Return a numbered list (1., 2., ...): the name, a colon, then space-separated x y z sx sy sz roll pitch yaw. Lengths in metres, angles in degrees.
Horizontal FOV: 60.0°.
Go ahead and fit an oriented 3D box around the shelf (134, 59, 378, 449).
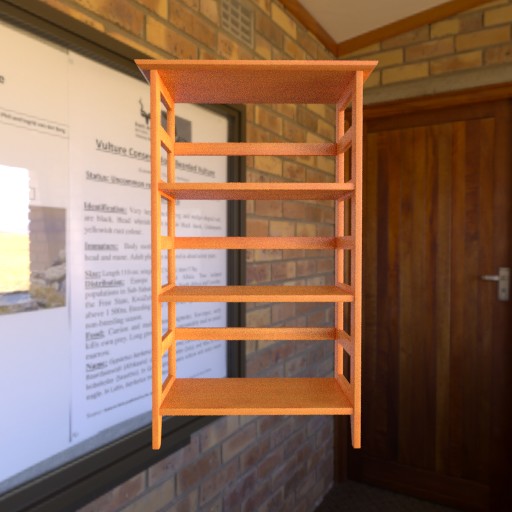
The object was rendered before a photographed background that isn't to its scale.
1. shelf: 0.000 0.000 1.364 0.660 1.067 0.305 0 1 -1
